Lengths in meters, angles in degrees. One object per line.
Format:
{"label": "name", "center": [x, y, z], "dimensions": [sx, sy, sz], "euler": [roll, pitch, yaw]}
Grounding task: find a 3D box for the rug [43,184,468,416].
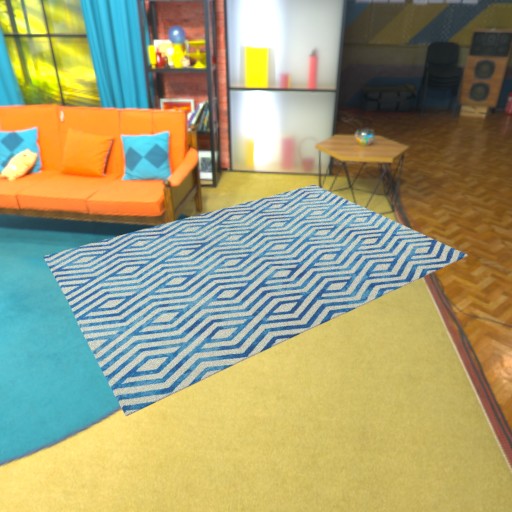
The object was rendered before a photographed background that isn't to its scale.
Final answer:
{"label": "rug", "center": [0.000, 0.000, 2.296], "dimensions": [1.830, 0.008, 1.225], "euler": [-19, 35, -29]}
